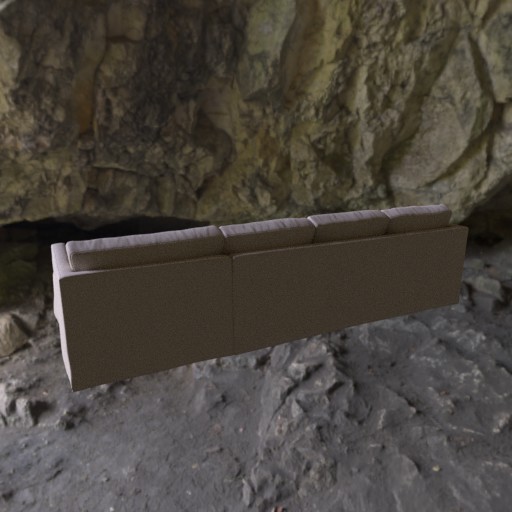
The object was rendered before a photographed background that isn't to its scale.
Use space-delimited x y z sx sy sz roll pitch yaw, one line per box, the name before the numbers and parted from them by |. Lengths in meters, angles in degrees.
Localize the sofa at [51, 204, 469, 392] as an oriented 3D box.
sofa | 0.000 0.000 3.788 3.206 0.871 1.622 -7 17 -25
